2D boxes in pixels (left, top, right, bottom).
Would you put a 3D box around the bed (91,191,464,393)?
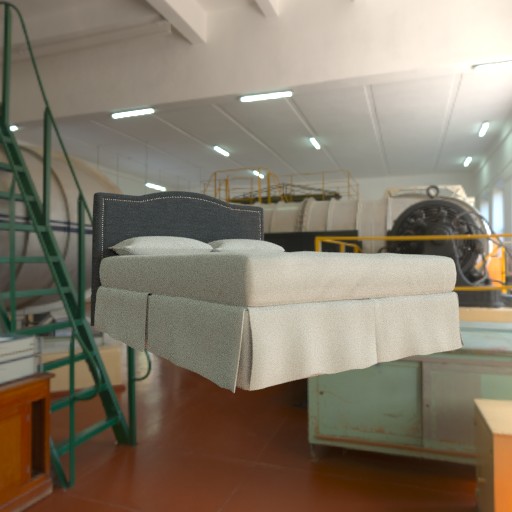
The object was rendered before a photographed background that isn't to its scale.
[{"bbox_3d":[0.000,0.000,3.896,2.161,1.457,2.689,1,-1,-36],"label":"bed"}]
